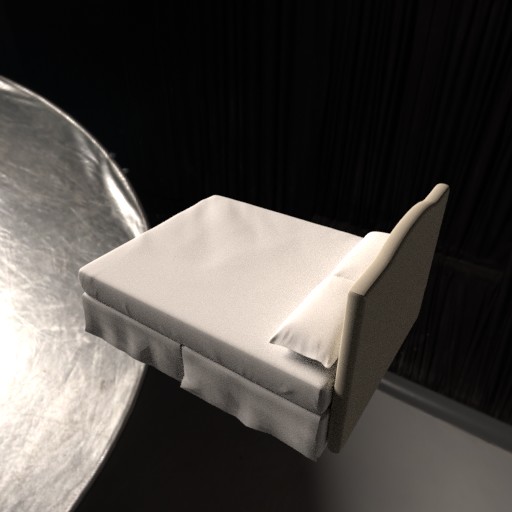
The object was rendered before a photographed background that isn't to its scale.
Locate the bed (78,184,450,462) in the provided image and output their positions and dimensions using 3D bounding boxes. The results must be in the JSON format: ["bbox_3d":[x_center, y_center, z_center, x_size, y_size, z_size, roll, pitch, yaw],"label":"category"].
[{"bbox_3d":[0.000,0.000,3.734,2.477,1.437,1.977,20,37,28],"label":"bed"}]
